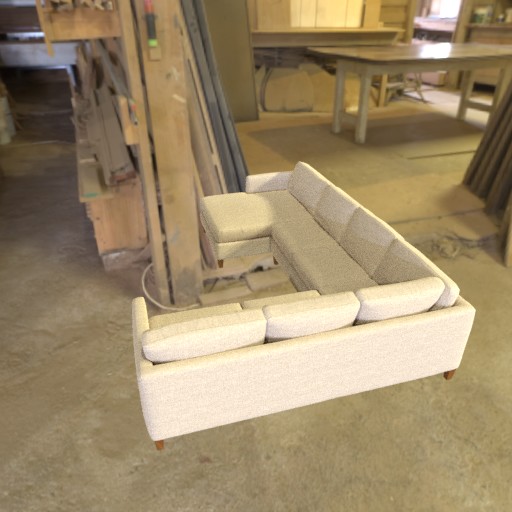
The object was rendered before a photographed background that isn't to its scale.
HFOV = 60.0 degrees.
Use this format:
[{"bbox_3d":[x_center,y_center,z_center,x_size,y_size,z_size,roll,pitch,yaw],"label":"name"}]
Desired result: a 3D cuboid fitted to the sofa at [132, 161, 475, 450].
[{"bbox_3d":[0.000,0.000,4.653,2.594,0.961,3.460,-8,31,-14],"label":"sofa"}]
